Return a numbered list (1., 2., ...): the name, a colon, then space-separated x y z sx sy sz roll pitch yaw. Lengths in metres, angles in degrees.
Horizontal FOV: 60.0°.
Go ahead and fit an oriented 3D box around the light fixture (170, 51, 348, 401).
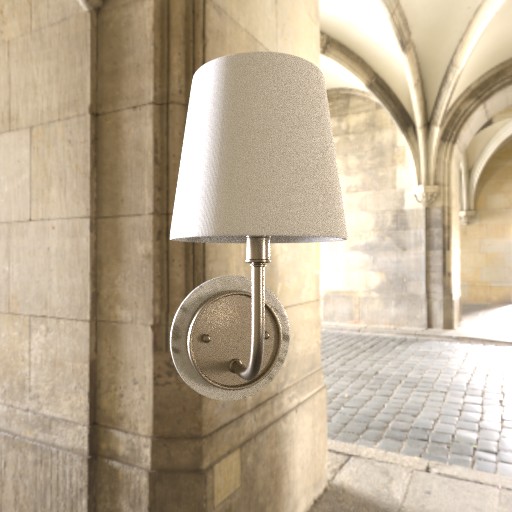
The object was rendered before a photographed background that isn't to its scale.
1. light fixture: 0.000 0.000 0.436 0.168 0.337 0.188 0 0 -18
